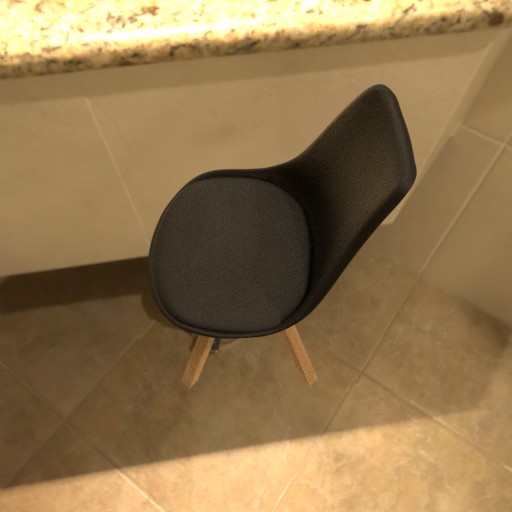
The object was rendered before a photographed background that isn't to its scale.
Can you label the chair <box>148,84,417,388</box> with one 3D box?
[{"bbox_3d":[0.000,0.000,1.142,0.549,0.850,0.485,-1,60,-1],"label":"chair"}]
